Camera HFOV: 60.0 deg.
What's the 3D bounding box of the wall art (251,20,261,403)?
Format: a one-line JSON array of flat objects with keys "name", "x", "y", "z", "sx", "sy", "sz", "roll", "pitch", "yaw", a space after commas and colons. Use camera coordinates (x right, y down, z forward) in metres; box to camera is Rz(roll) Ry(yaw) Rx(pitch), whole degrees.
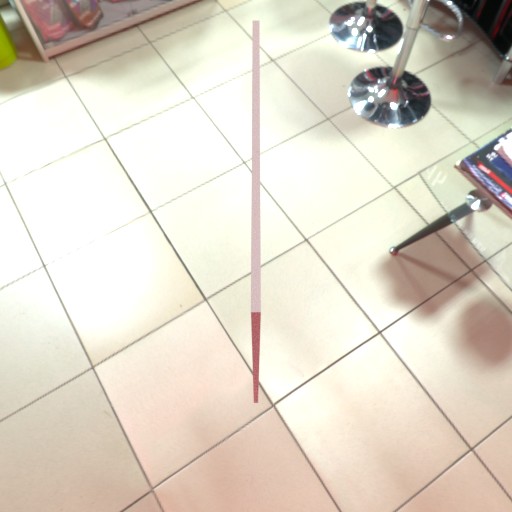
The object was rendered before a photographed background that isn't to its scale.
[{"name": "wall art", "x": 0.000, "y": 0.000, "z": 1.246, "sx": 0.015, "sy": 0.965, "sz": 0.660, "roll": 0, "pitch": 64, "yaw": 0}]
